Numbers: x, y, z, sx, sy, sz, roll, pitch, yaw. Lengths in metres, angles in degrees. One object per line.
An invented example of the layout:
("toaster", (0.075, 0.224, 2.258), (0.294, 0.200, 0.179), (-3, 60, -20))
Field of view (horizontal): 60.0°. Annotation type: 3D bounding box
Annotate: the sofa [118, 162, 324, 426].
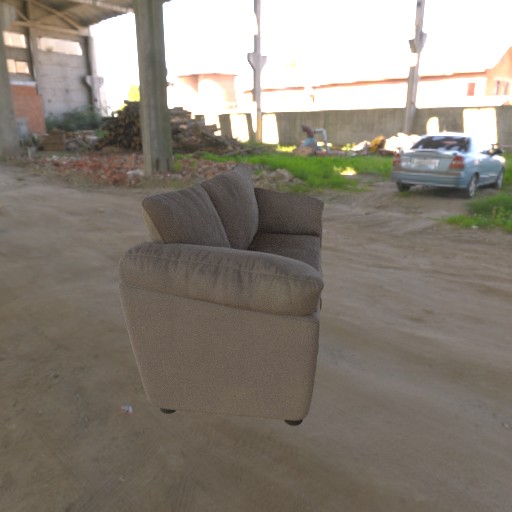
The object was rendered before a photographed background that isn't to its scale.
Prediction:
("sofa", (0.000, 0.000, 2.917), (0.878, 1.073, 2.336), (2, 16, 8))
